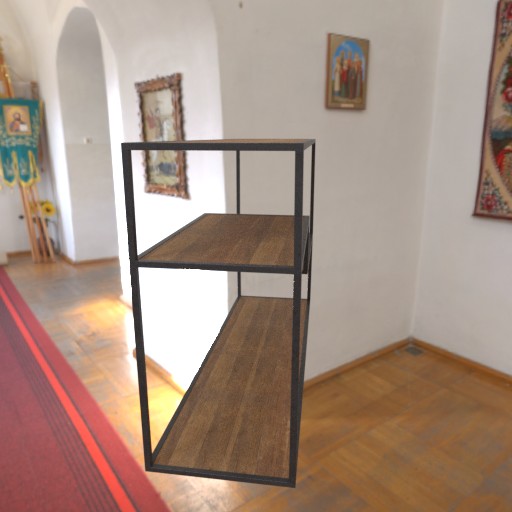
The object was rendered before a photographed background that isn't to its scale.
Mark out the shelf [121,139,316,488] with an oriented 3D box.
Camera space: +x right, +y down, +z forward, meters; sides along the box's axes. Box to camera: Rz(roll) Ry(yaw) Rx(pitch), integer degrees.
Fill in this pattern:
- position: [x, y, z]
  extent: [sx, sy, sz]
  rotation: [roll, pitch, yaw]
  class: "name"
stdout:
- position: [0.000, 0.000, 1.511]
  extent: [0.361, 0.765, 1.201]
  rotation: [2, 15, 8]
  class: "shelf"
